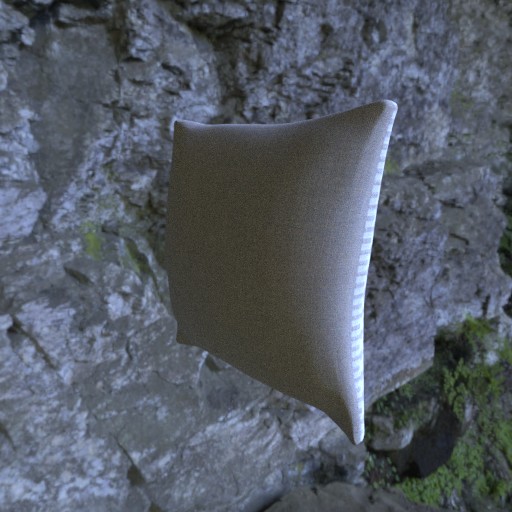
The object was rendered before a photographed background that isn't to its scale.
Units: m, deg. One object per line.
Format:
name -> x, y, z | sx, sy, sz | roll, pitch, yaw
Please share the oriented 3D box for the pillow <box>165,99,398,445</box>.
pillow -> 0.000, 0.000, 0.790 | 0.219, 0.491, 0.496 | -12, 18, -41
